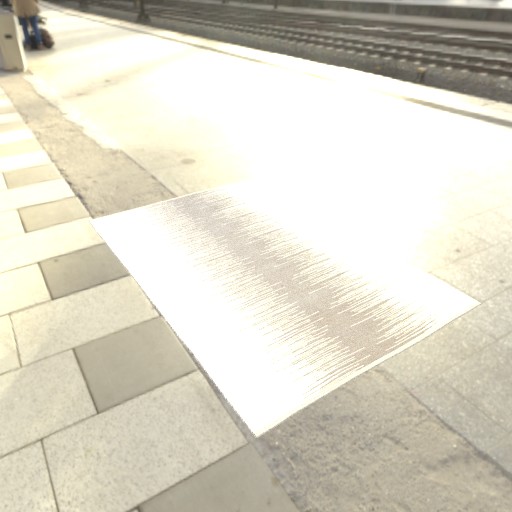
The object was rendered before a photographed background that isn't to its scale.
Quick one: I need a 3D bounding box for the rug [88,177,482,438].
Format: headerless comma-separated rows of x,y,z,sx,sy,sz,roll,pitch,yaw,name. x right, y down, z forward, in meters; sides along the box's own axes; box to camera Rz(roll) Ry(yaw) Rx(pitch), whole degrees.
0.000,0.000,2.334,1.226,0.007,1.815,-20,37,-28,rug
